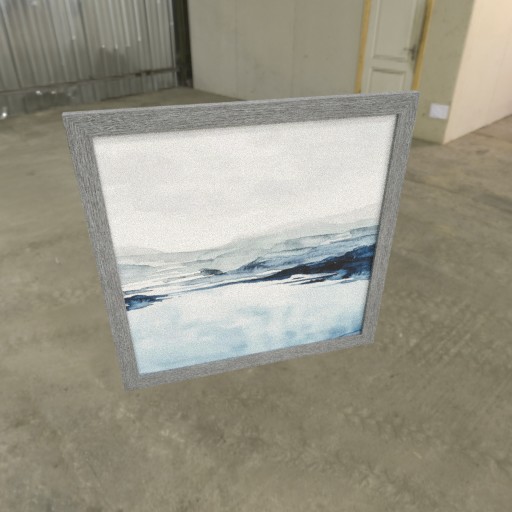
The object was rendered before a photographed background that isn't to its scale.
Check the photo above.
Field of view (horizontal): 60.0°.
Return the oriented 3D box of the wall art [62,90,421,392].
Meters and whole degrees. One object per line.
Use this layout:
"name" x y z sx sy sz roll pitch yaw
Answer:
"wall art" 0.000 0.000 1.014 0.685 0.685 0.020 -8 33 -13
